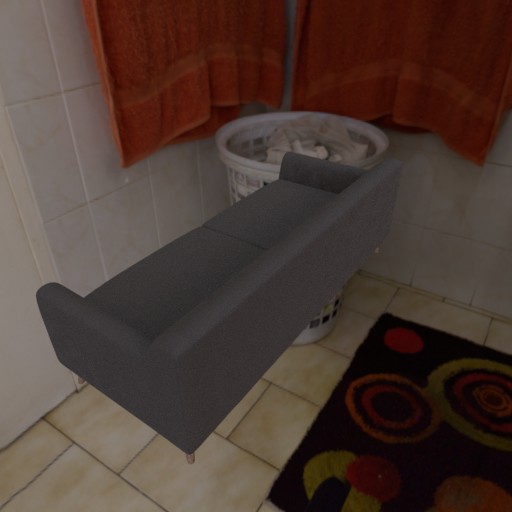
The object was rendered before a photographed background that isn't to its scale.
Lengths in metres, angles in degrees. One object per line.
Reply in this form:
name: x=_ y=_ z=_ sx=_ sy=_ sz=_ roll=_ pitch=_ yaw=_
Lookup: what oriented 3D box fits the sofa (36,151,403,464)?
sofa: x=0.000 y=0.000 z=2.619 sx=0.900 sy=0.740 sz=2.190 roll=21 pitch=39 yaw=29
